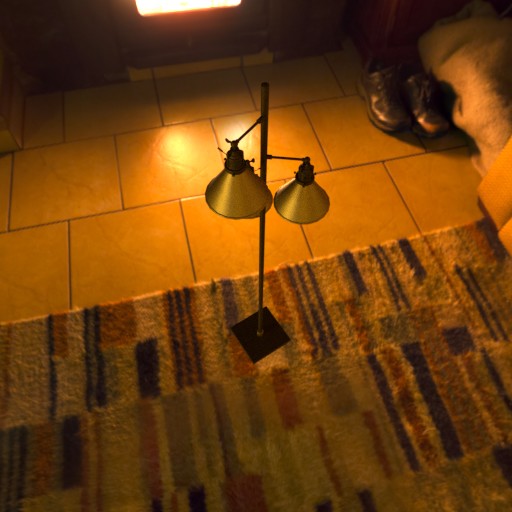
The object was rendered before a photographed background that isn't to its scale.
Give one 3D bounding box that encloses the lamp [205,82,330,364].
[{"bbox_3d":[0.000,0.000,1.880,0.428,1.716,0.415,-29,63,-17],"label":"lamp"}]
